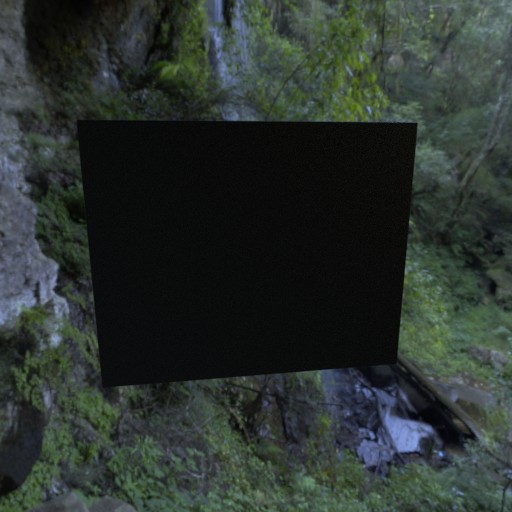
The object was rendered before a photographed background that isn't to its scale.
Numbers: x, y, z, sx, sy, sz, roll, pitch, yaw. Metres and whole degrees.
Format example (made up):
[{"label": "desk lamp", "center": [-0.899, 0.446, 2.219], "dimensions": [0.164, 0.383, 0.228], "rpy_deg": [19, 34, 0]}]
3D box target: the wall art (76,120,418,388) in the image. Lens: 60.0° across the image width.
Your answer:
[{"label": "wall art", "center": [0.000, 0.000, 0.785], "dimensions": [0.558, 0.457, 0.031], "rpy_deg": [-2, 15, -9]}]
